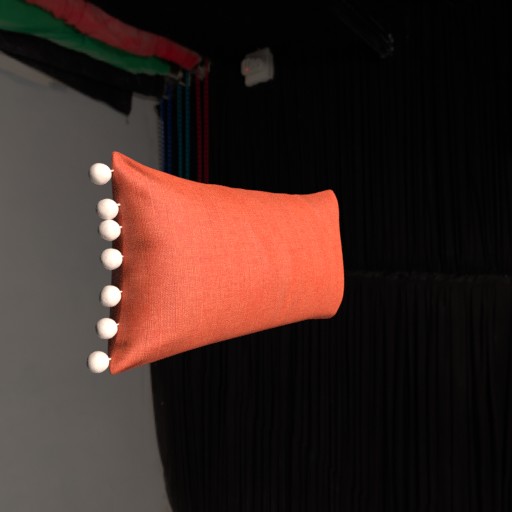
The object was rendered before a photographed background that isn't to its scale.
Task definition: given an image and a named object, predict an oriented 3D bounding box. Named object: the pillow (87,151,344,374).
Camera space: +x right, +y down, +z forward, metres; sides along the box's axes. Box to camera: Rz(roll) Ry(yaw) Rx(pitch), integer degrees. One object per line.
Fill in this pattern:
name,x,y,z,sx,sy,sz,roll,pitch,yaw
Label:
pillow,0.000,0.000,0.858,0.201,0.322,0.709,1,1,37
